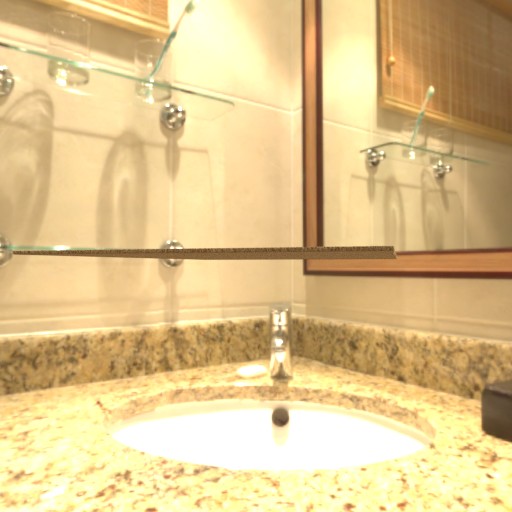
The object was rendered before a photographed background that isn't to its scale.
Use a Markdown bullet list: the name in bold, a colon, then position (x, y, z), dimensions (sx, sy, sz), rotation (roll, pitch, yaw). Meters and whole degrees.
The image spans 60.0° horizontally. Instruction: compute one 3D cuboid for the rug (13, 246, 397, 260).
- **rug**: position (0.000, 0.000, 3.975), dimensions (2.400, 0.026, 3.000), rotation (0, -1, 18)
